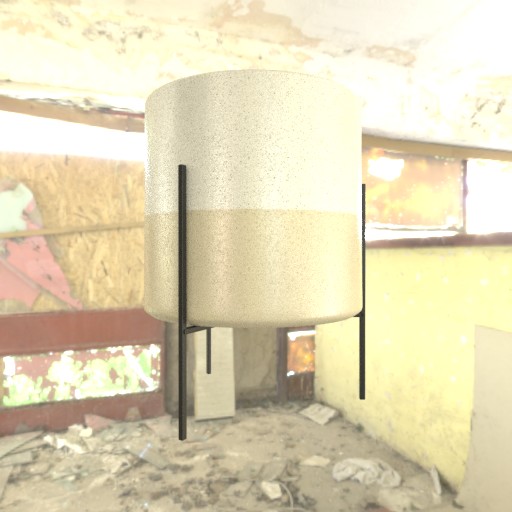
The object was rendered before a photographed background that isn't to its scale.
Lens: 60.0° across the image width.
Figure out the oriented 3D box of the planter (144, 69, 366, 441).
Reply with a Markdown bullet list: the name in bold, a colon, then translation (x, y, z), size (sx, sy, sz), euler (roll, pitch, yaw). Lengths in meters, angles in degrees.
- **planter**: translation (0.000, 0.000, 0.747), size (0.368, 0.484, 0.359), euler (0, 0, 0)
